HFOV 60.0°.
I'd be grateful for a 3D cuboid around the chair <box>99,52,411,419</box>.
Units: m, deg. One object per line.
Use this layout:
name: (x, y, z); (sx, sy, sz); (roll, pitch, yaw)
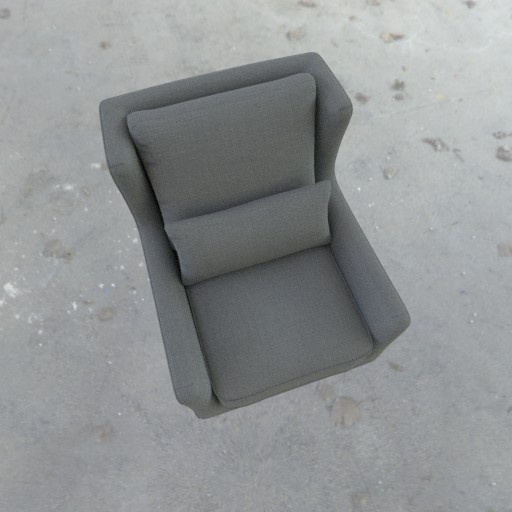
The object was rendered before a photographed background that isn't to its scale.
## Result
chair: (0.000, 0.000, 1.805); (0.866, 1.056, 1.040); (-16, 64, -8)
